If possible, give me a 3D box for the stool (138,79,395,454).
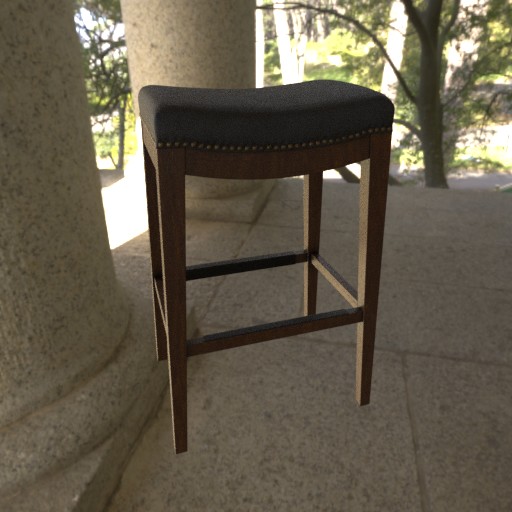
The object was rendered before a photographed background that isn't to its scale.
[{"bbox_3d":[0.000,0.000,1.058,0.500,0.765,0.361,-8,28,-16],"label":"stool"}]
